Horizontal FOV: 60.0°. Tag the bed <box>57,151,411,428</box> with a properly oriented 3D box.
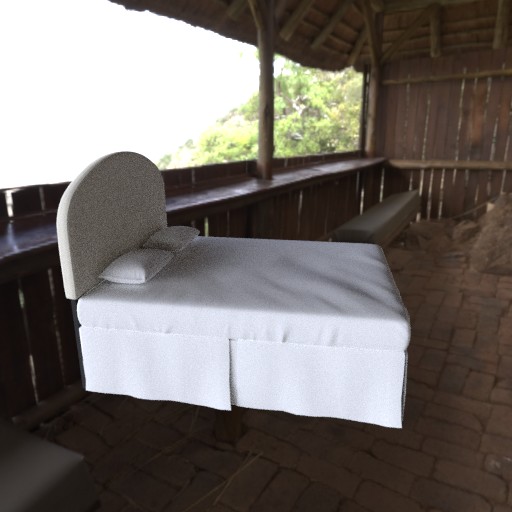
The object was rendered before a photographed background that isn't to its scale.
[{"bbox_3d":[0.000,0.000,3.119,2.005,1.410,1.607,3,18,9],"label":"bed"}]
